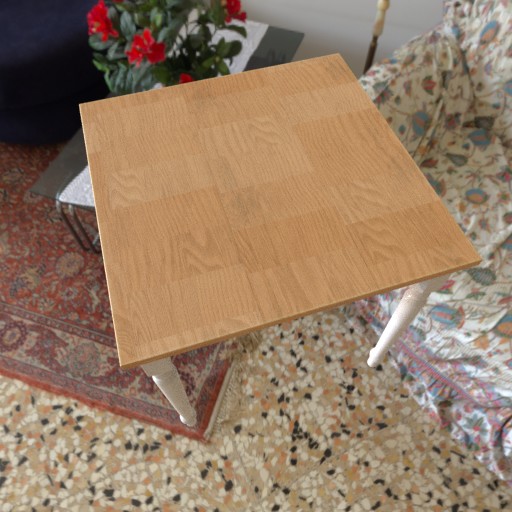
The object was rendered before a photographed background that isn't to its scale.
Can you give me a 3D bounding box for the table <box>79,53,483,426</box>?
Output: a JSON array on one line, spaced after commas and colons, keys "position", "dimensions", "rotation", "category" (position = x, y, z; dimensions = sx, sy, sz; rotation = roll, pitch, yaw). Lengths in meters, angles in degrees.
[{"position": [0.000, 0.000, 1.356], "dimensions": [0.747, 0.738, 0.747], "rotation": [-15, 59, -9], "category": "table"}]
